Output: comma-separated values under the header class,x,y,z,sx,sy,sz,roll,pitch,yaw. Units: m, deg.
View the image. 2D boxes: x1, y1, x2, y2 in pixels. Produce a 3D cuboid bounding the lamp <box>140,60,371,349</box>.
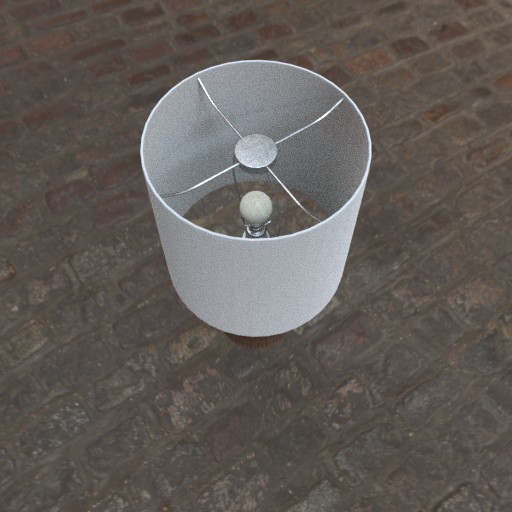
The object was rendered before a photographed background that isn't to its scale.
class,x,y,z,sx,sy,sz,roll,pitch,yaw
lamp,0.000,0.000,0.480,0.186,0.369,0.186,0,63,0
